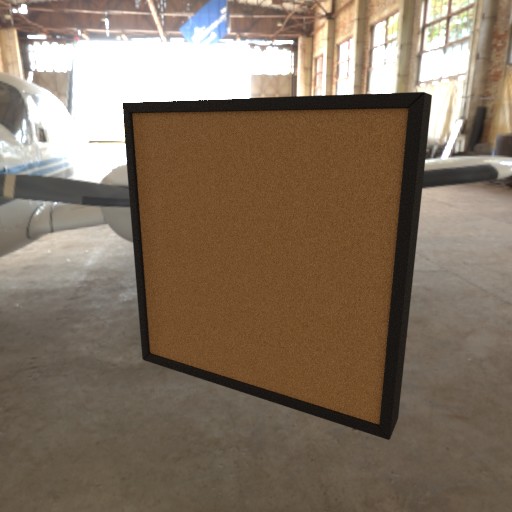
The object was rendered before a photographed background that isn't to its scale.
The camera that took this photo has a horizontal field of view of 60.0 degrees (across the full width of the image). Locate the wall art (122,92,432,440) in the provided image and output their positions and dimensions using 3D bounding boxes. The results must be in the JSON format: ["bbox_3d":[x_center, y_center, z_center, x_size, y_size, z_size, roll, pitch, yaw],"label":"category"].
[{"bbox_3d":[0.000,0.000,0.455,0.305,0.305,0.037,9,19,28],"label":"wall art"}]
